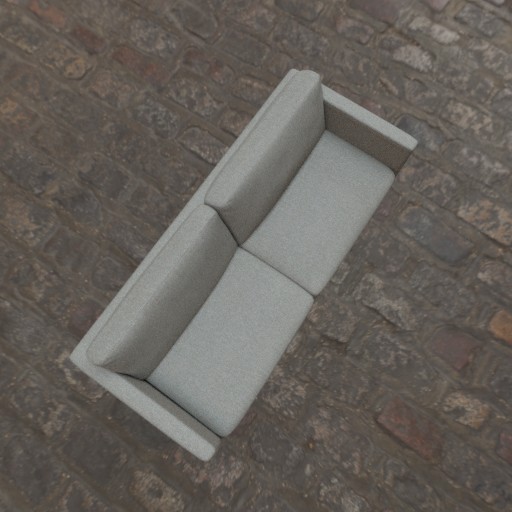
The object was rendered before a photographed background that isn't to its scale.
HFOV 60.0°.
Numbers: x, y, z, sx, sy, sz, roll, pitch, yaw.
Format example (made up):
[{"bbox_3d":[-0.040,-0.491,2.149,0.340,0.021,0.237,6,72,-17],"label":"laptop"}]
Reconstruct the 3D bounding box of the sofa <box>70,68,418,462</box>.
[{"bbox_3d":[0.000,0.000,2.770,0.956,0.963,2.208,33,78,8],"label":"sofa"}]
